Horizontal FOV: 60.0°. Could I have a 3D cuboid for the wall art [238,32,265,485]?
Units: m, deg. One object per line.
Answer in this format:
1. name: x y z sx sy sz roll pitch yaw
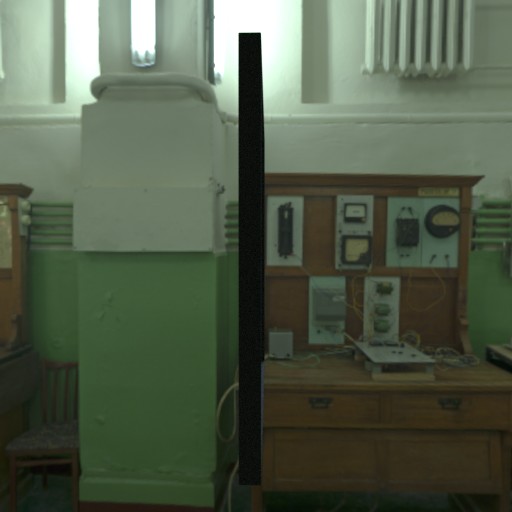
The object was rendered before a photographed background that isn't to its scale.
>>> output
1. wall art: 0.000 0.000 1.125 0.038 0.762 0.762 0 1 2
